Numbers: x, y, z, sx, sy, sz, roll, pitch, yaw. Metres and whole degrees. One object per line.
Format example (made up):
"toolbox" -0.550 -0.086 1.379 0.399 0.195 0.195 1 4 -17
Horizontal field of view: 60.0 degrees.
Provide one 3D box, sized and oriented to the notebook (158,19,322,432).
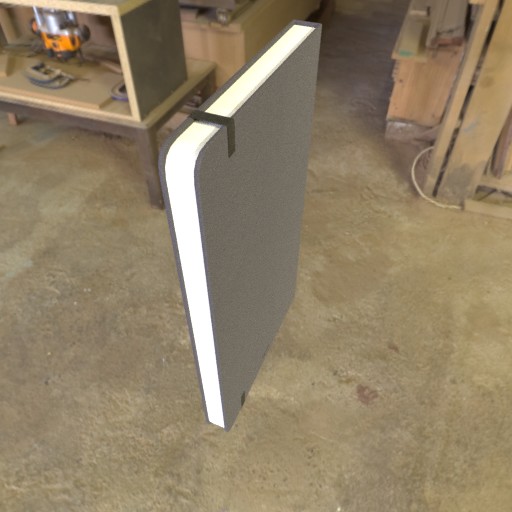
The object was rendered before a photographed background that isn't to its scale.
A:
"notebook" 0.000 0.000 0.254 0.016 0.213 0.127 17 49 16
